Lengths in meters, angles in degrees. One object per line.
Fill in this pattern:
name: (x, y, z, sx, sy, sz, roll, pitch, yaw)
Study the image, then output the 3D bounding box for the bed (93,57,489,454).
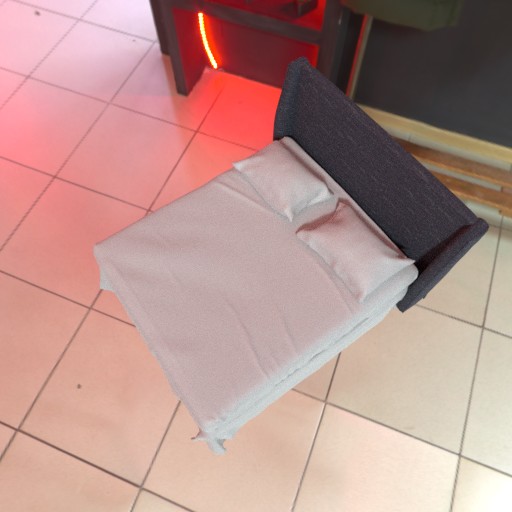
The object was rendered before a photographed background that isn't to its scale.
bed: (0.000, 0.000, 3.393, 2.276, 1.332, 1.925, -33, 68, -15)
